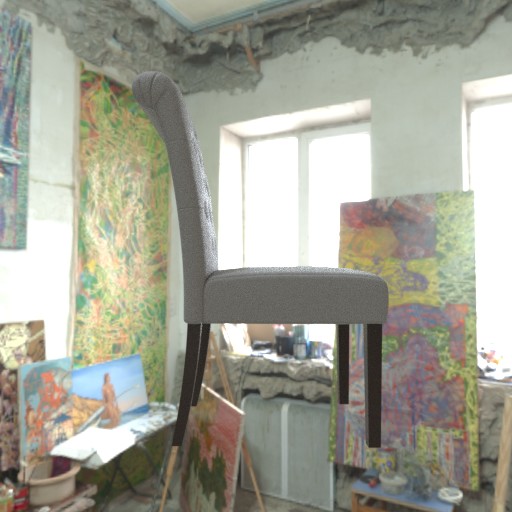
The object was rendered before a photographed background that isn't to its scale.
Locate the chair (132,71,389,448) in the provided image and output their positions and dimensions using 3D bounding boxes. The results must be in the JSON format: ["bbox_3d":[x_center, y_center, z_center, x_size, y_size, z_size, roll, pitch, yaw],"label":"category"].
[{"bbox_3d":[0.000,0.000,1.358,0.671,1.006,0.456,0,-2,-1],"label":"chair"}]
